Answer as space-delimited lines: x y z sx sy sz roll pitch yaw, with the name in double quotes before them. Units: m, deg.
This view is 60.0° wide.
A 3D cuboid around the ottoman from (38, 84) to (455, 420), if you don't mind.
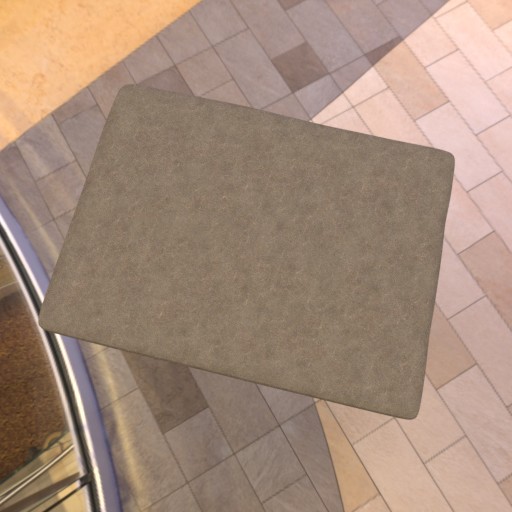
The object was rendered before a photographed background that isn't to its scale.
"ottoman" 0.000 0.000 1.196 0.839 0.464 0.639 13 77 3
